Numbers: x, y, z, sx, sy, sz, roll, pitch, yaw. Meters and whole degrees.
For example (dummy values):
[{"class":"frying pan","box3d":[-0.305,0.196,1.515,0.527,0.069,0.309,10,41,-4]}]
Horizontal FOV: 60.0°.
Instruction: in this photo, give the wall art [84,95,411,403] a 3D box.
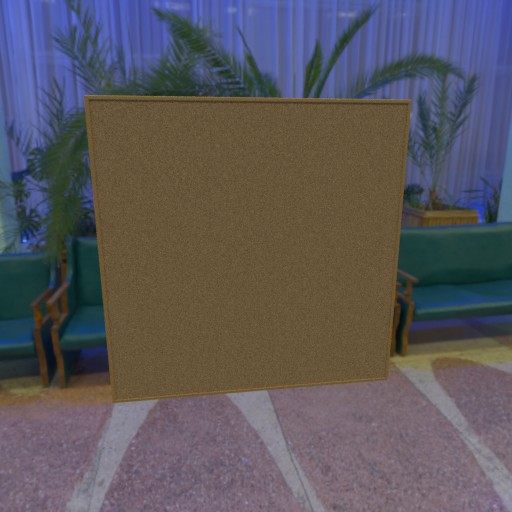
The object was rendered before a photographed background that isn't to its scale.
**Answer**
[{"class":"wall art","box3d":[0.000,0.000,0.676,0.457,0.455,0.013,-2,15,-8]}]
